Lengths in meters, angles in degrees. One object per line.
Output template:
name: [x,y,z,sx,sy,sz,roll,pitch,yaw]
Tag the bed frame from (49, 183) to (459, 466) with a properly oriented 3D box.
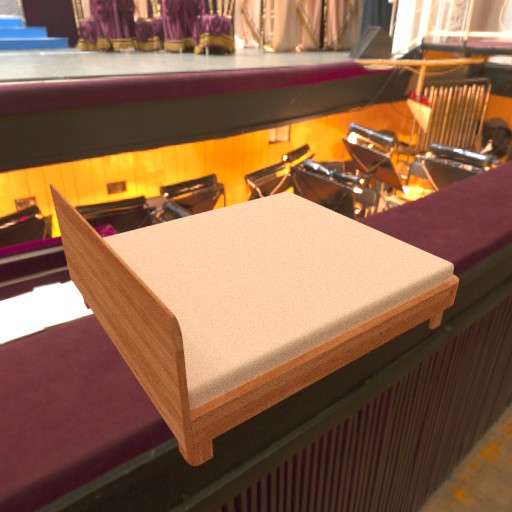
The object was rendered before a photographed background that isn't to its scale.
bed frame: [0.000,0.000,3.065,2.092,0.940,1.872,-18,33,-31]
